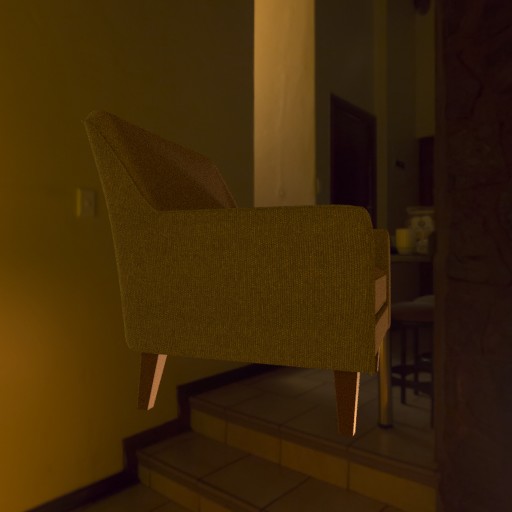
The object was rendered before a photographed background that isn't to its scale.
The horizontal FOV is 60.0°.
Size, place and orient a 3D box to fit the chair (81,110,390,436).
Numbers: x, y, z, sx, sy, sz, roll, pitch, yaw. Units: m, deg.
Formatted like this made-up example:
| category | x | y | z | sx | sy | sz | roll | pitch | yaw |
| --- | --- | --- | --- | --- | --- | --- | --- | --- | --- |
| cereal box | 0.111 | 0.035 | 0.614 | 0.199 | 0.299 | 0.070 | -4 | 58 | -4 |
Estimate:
| category | x | y | z | sx | sy | sz | roll | pitch | yaw |
| --- | --- | --- | --- | --- | --- | --- | --- | --- | --- |
| chair | 0.000 | 0.000 | 1.589 | 0.899 | 0.919 | 0.780 | 0 | 0 | 20 |
